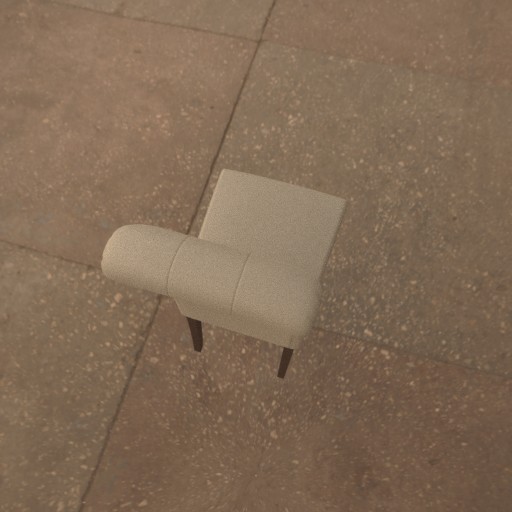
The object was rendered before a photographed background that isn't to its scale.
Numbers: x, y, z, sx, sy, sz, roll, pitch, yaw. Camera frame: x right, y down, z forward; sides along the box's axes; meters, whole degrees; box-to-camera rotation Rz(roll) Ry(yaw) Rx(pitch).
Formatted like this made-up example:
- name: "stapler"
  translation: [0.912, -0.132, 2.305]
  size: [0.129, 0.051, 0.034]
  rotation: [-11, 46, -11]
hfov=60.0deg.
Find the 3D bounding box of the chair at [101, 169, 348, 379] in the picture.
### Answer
- name: "chair"
  translation: [0.000, 0.000, 1.339]
  size: [0.456, 1.006, 0.671]
  rotation: [16, 65, 8]
